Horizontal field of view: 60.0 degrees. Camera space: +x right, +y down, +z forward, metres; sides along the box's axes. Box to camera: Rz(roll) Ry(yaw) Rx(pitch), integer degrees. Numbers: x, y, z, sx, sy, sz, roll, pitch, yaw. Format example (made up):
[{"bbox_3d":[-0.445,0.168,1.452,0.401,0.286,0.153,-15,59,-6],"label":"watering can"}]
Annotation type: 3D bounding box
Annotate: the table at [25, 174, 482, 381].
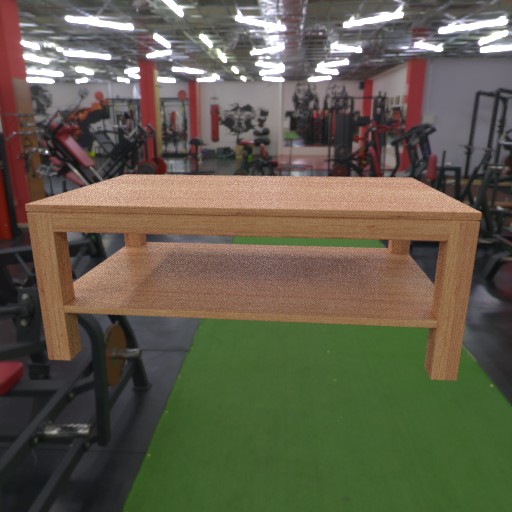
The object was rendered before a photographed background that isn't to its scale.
[{"bbox_3d":[0.000,0.000,1.501,1.146,0.457,0.695,2,17,5],"label":"table"}]
